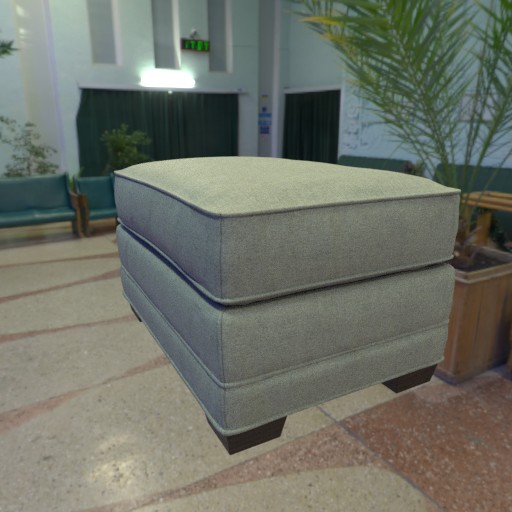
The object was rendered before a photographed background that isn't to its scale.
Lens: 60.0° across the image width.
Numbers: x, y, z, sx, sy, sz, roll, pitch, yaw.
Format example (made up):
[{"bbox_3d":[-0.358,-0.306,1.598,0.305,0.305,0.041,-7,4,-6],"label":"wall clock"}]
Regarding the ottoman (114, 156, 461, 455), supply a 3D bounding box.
[{"bbox_3d":[0.000,0.000,1.214,0.611,0.508,0.848,-9,18,-27],"label":"ottoman"}]
